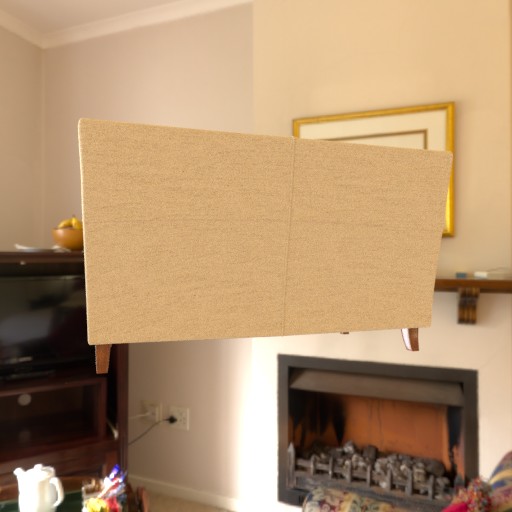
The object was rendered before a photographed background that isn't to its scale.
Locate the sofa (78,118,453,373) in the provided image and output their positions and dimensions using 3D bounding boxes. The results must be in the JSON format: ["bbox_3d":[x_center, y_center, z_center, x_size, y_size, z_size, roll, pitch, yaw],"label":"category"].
[{"bbox_3d":[0.000,0.000,2.064,1.482,0.892,0.891,0,-1,-17],"label":"sofa"}]
